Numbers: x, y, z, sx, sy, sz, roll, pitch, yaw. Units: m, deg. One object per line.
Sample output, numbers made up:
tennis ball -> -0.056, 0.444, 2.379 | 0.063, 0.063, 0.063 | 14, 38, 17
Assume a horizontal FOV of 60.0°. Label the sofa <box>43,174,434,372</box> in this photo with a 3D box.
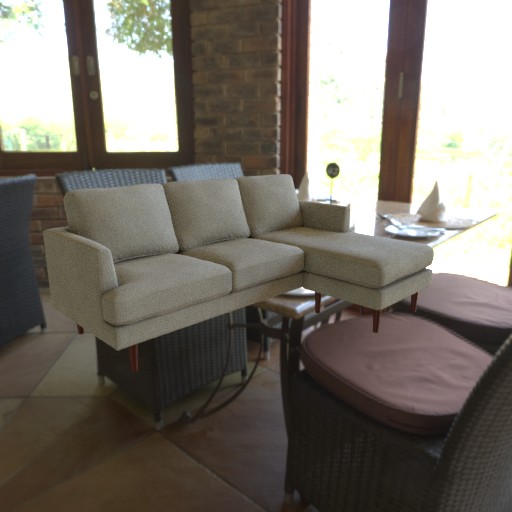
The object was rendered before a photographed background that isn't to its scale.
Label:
sofa -> 0.000, 0.000, 3.000 | 2.233, 0.956, 1.504 | -14, 20, -43
